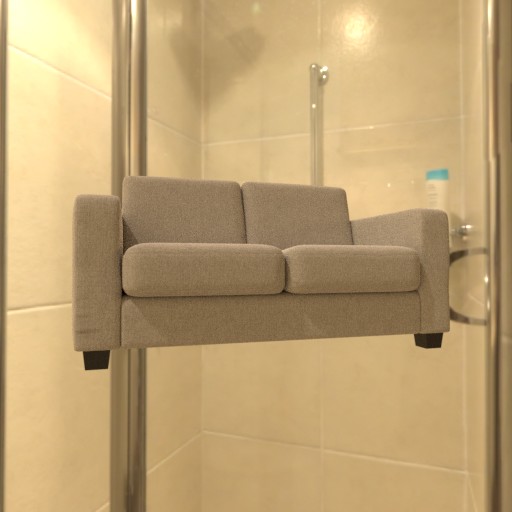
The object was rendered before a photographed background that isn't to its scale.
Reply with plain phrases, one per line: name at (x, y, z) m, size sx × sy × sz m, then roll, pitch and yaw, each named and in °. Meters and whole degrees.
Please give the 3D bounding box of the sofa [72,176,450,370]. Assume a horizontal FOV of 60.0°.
sofa at (0.000, 0.000, 2.088) m, size 1.540 × 0.800 × 0.900 m, roll 0°, pitch -1°, yaw -16°
